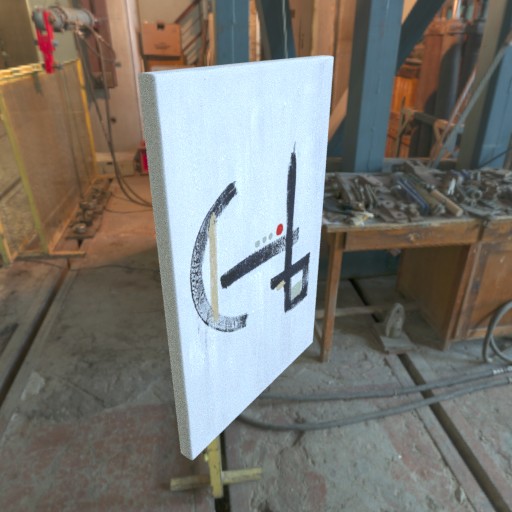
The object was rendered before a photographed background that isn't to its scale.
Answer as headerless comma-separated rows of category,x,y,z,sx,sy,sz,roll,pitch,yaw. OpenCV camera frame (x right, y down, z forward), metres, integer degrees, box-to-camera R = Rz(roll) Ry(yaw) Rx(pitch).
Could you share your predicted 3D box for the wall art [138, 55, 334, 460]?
wall art,0.000,0.000,1.142,0.048,0.916,0.602,19,33,32
